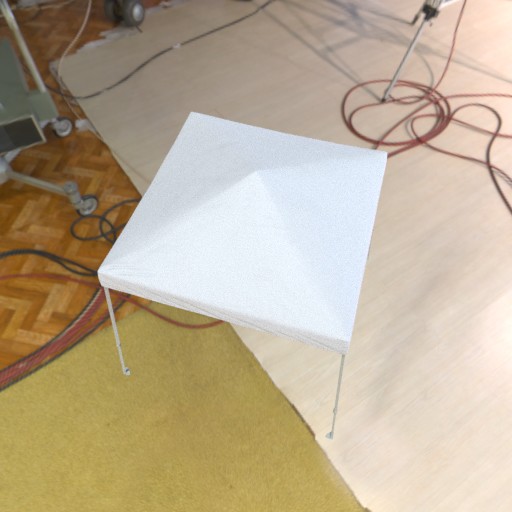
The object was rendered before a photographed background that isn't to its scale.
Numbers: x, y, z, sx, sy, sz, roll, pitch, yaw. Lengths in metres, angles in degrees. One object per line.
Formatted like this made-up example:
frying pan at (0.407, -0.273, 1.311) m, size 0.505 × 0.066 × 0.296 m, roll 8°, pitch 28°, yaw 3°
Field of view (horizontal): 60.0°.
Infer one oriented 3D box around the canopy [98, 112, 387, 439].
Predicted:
canopy at (0.000, 0.000, 5.262) m, size 2.850 × 2.850 × 2.849 m, roll 14°, pitch 58°, yaw 9°
